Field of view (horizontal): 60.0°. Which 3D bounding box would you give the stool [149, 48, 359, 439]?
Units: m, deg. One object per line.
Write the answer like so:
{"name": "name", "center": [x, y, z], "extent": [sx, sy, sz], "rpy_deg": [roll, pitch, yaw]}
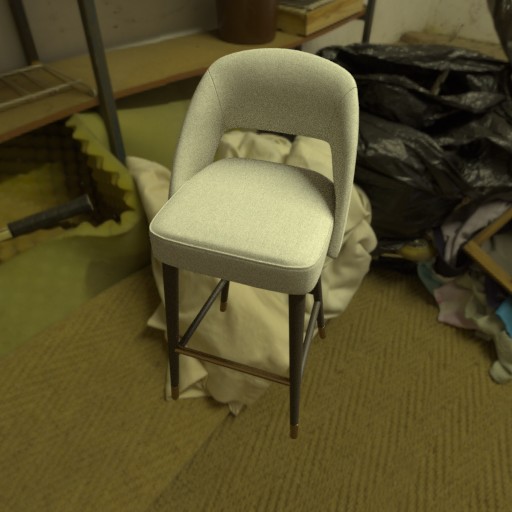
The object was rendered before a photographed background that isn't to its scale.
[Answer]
{"name": "stool", "center": [0.000, 0.000, 1.328], "extent": [0.494, 1.037, 0.509], "rpy_deg": [13, 43, 14]}
